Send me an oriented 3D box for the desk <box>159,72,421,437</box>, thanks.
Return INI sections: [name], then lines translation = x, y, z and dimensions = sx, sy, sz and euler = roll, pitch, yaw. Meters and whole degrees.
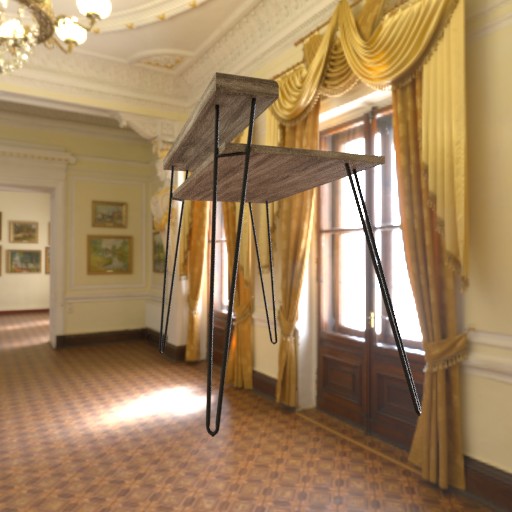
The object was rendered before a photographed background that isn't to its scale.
[desk]
translation = 0.000, 0.000, 1.672
dimensions = 0.605, 0.899, 1.135
euler = 0, -1, -19
